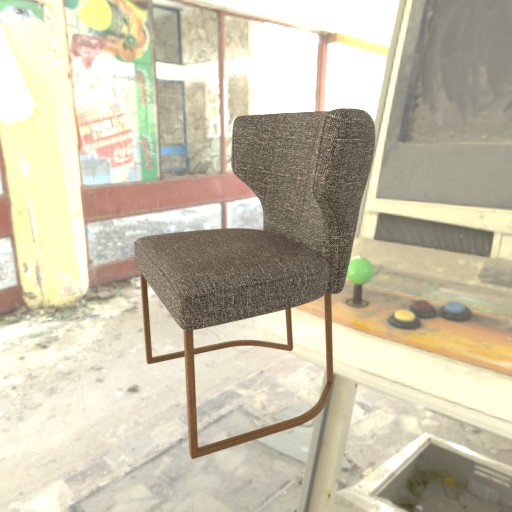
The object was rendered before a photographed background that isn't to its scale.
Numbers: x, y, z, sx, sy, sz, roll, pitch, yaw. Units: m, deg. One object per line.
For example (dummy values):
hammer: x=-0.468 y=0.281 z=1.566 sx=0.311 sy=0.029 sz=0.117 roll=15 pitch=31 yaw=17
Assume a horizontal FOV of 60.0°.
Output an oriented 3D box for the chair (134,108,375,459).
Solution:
chair: x=0.000 y=0.000 z=1.305 sx=0.617 sy=0.824 sz=0.611 roll=-7 pitch=18 yaw=-24
